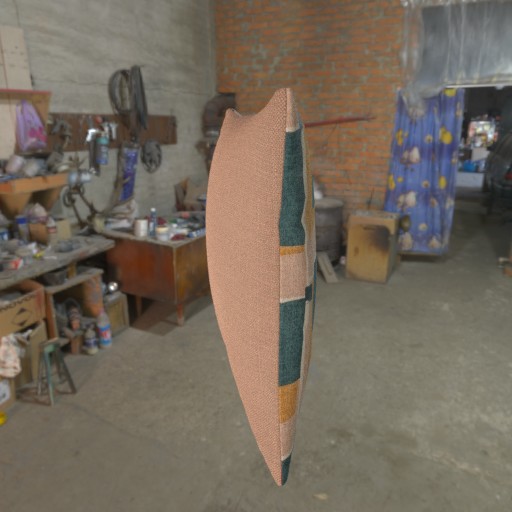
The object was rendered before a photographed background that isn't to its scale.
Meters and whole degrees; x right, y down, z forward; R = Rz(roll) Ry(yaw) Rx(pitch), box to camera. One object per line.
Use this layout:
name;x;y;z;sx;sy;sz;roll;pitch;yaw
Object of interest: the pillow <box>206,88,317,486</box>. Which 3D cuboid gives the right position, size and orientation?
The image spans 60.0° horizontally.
pillow;0.000;0.000;0.725;0.158;0.479;0.478;-3;16;-10
